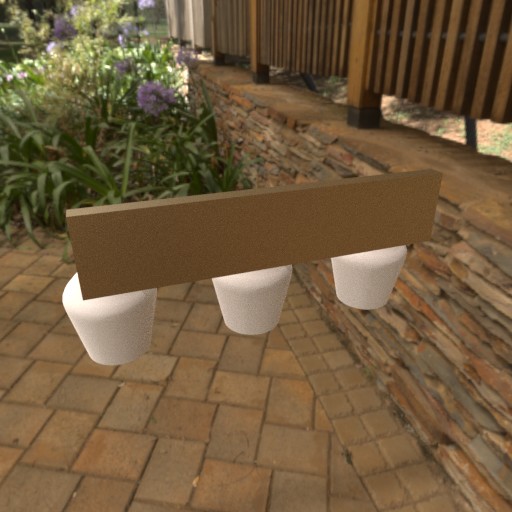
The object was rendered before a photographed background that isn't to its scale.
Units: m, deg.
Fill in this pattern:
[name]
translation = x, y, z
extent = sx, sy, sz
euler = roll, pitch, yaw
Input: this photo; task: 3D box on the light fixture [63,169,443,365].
[light fixture]
translation = 0.000, 0.000, 0.732
extent = 0.609, 0.280, 0.190
euler = -9, 28, -18
